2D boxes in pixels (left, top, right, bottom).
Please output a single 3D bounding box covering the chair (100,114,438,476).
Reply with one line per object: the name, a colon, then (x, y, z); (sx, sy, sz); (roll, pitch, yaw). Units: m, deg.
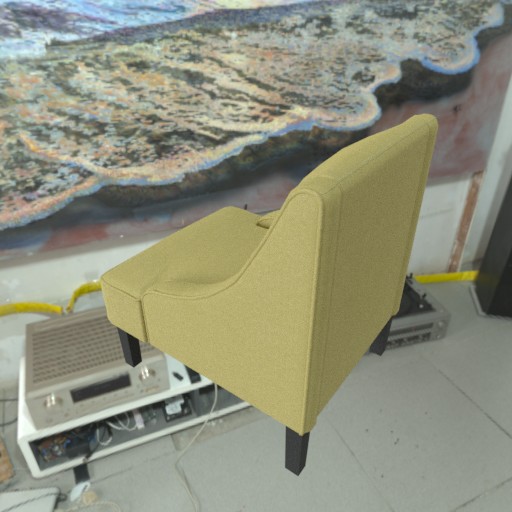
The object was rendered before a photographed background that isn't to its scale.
chair: (0.000, 0.000, 1.458); (0.814, 0.896, 0.696); (21, 38, 30)
